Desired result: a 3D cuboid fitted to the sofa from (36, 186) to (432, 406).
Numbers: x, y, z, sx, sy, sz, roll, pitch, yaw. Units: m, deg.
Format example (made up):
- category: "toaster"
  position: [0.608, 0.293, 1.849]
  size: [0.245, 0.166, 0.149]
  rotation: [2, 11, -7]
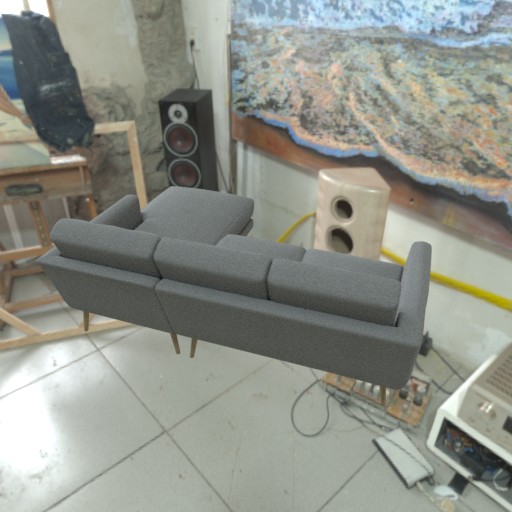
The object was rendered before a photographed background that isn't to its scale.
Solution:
- category: "sofa"
  position: [0.000, 0.000, 2.827]
  size: [2.040, 0.860, 1.530]
  rotation: [11, 34, 16]
